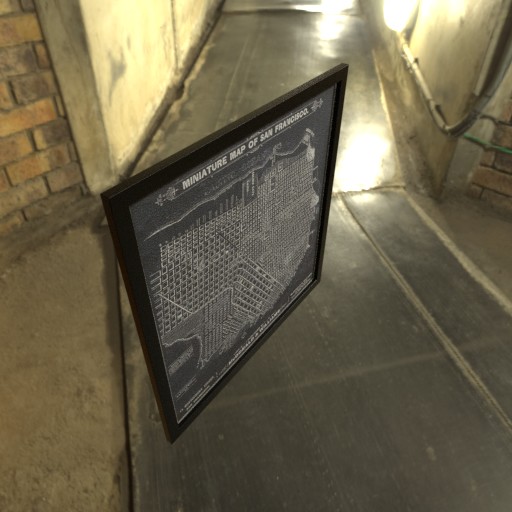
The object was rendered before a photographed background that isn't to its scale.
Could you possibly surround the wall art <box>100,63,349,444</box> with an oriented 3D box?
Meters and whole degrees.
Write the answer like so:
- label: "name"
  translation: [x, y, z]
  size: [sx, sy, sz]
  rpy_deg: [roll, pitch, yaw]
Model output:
- label: "wall art"
  translation: [0.000, 0.000, 0.686]
  size: [0.012, 0.458, 0.457]
  rpy_deg: [26, 47, 27]
